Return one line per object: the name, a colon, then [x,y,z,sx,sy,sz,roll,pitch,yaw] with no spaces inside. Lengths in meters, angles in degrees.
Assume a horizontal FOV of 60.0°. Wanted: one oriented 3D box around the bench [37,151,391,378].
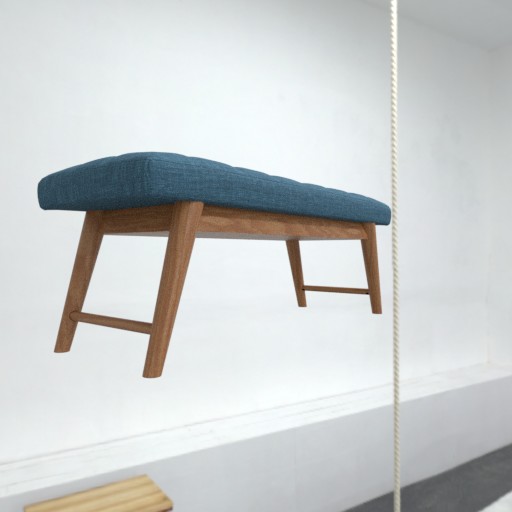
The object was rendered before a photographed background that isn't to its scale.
bench: [0.000,0.000,1.328,0.406,0.432,1.118,1,1,38]
